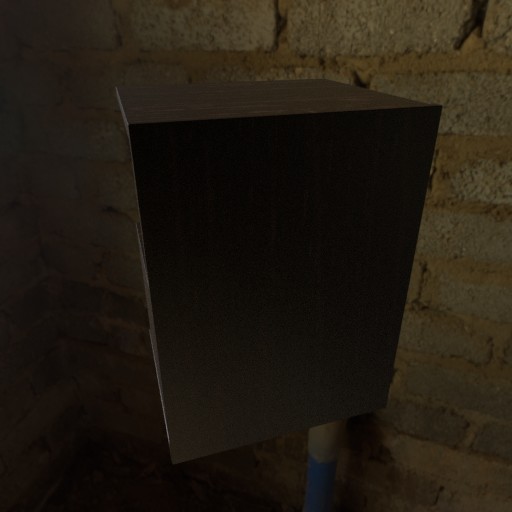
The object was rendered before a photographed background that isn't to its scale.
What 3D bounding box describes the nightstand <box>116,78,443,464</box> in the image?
[{"bbox_3d":[0.000,0.000,0.805,0.400,0.559,0.356,-8,29,-16],"label":"nightstand"}]
